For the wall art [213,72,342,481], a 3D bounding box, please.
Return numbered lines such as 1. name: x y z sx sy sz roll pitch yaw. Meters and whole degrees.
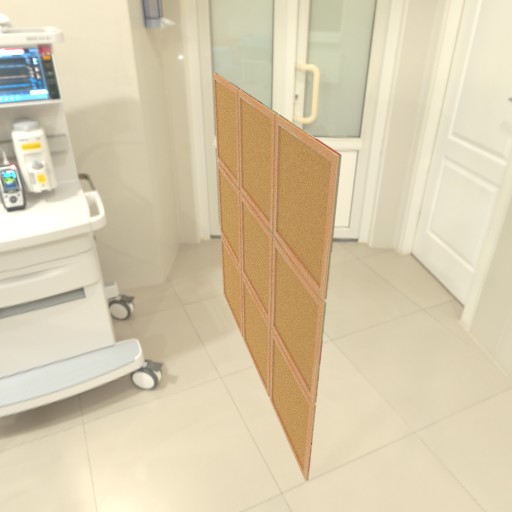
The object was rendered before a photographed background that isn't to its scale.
1. wall art: 0.000 0.000 1.800 0.013 1.220 1.216 -9 32 -15
